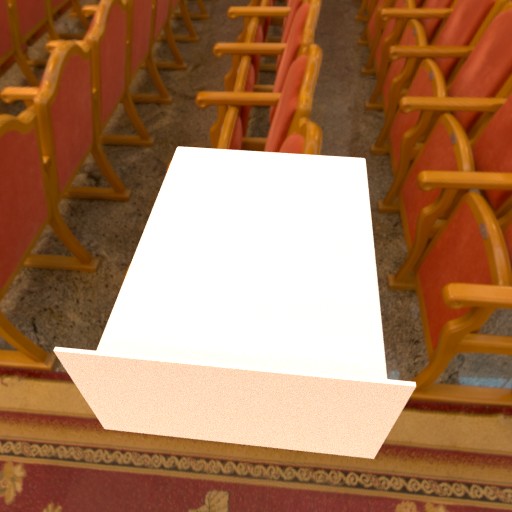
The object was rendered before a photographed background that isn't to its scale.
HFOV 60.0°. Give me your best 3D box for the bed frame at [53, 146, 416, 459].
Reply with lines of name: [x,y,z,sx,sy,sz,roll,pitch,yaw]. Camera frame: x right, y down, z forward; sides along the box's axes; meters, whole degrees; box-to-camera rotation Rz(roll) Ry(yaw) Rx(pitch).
bed frame: [0.000,0.000,2.626,1.400,0.800,1.900,5,48,4]
